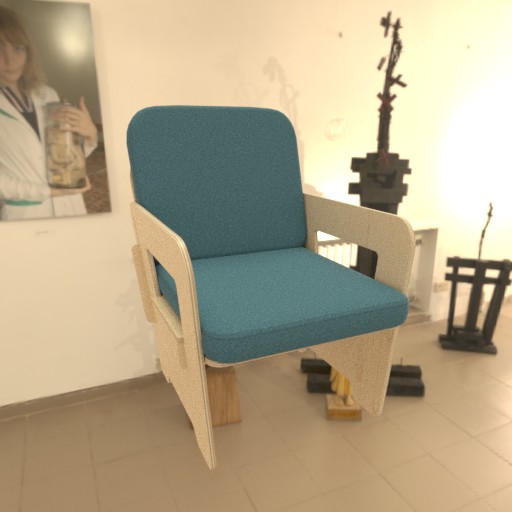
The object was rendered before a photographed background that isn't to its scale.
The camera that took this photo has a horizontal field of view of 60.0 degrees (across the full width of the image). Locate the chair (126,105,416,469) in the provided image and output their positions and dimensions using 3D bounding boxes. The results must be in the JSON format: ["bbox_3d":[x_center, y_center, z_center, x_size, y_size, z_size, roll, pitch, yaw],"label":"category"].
[{"bbox_3d":[0.000,0.000,1.125,0.547,0.747,0.657,-7,17,-24],"label":"chair"}]
